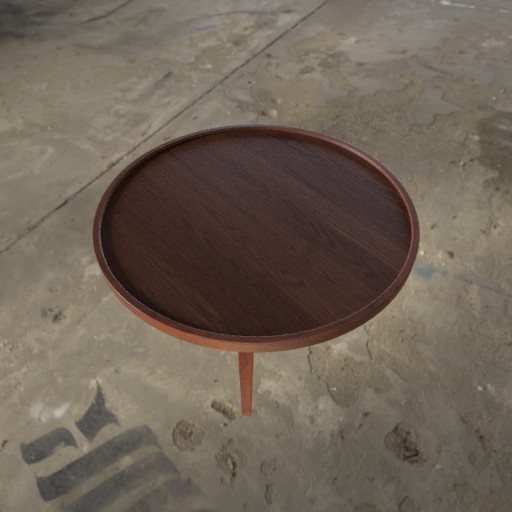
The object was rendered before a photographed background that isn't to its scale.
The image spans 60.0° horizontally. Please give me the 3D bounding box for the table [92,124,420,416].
[{"bbox_3d":[0.000,0.000,1.246,0.800,0.360,0.800,0,46,0],"label":"table"}]
